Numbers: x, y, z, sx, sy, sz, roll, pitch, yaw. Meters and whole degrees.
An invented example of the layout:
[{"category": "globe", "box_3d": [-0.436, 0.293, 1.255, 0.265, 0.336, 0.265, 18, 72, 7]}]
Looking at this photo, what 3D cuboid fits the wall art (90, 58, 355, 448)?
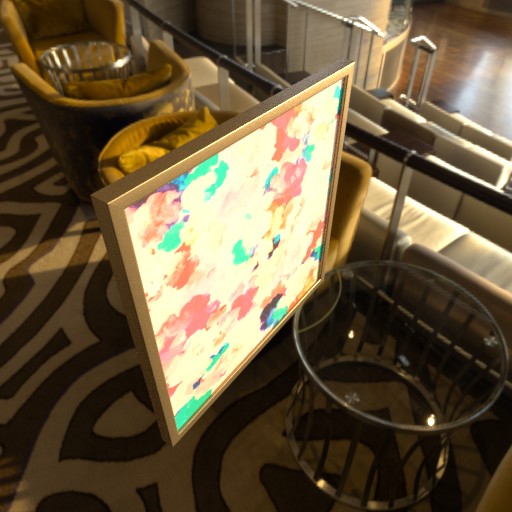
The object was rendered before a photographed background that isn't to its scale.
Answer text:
[{"category": "wall art", "box_3d": [0.000, 0.000, 1.130, 0.036, 0.765, 0.767, 27, 48, 27]}]
